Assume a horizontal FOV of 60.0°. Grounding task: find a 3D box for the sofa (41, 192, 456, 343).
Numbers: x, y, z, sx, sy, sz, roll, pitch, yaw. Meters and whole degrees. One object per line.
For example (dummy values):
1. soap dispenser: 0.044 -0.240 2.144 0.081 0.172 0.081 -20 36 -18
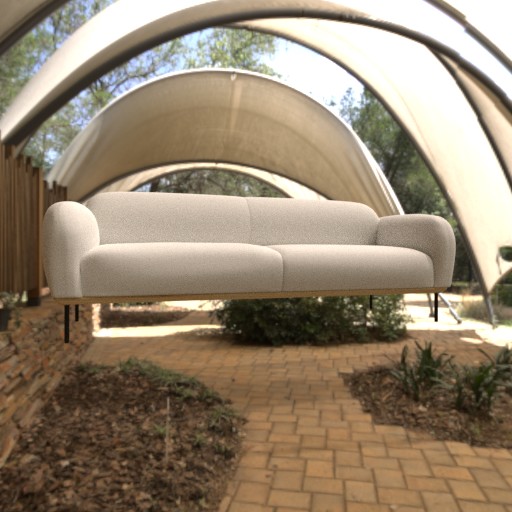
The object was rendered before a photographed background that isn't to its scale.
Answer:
1. sofa: 0.000 0.000 2.632 2.257 0.780 0.880 0 0 -18
